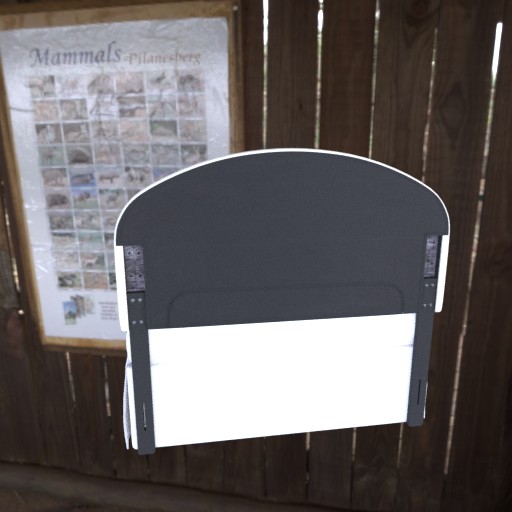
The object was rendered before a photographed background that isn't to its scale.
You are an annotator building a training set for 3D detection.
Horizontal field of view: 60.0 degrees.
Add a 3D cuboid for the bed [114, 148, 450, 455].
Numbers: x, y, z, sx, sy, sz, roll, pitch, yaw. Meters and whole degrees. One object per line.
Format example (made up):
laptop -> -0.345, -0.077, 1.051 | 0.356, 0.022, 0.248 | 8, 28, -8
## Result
bed -> 0.000, 0.000, 2.992 | 1.607, 1.410, 2.005 | -2, 14, -9
